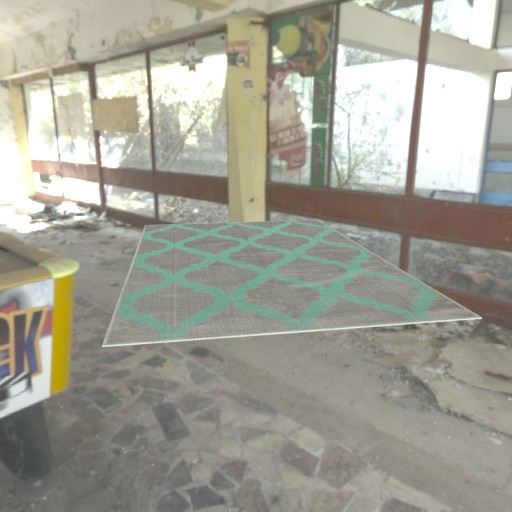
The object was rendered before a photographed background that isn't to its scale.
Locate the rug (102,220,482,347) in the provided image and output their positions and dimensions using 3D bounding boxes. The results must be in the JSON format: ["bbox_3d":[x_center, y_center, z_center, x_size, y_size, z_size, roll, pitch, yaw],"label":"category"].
[{"bbox_3d":[0.000,0.000,2.814,1.524,0.006,2.286,-3,15,-9],"label":"rug"}]
